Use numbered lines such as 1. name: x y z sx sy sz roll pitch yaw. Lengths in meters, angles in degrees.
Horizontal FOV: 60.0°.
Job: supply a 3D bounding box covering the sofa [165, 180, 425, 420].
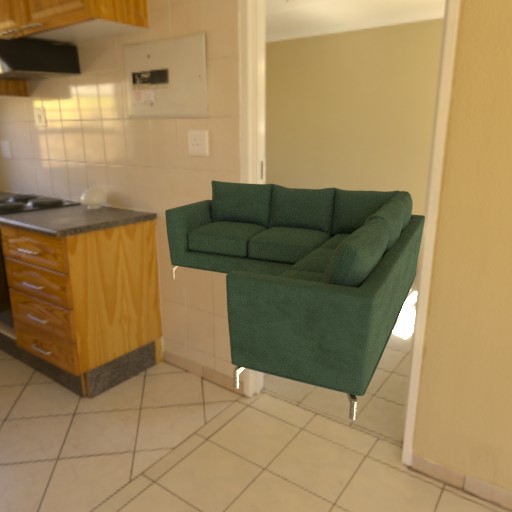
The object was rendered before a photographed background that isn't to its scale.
1. sofa: 0.000 0.000 3.808 2.468 1.004 2.452 7 17 25
